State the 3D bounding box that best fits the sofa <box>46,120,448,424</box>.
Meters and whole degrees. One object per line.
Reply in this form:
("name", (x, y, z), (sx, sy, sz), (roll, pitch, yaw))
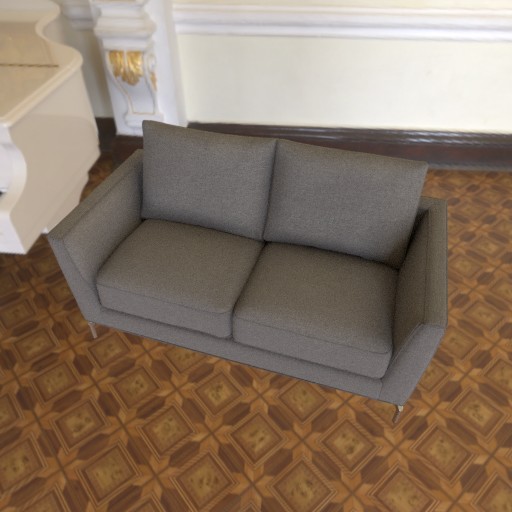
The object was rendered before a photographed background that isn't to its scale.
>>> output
("sofa", (0.000, 0.000, 2.077), (1.594, 0.924, 0.803), (12, 43, 13))
